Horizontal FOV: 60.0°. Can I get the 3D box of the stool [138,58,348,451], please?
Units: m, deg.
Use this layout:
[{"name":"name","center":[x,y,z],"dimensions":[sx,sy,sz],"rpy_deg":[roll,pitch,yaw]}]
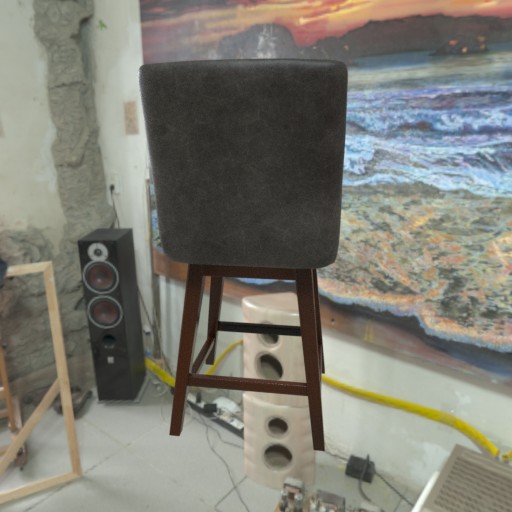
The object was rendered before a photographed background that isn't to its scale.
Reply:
[{"name":"stool","center":[0.000,0.000,1.366],"dimensions":[0.492,1.046,0.587],"rpy_deg":[2,16,8]}]
